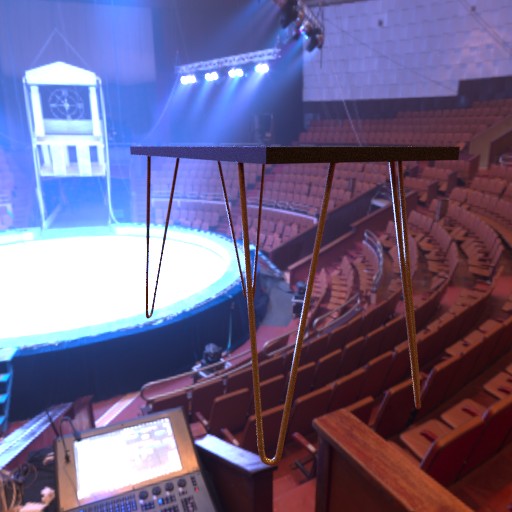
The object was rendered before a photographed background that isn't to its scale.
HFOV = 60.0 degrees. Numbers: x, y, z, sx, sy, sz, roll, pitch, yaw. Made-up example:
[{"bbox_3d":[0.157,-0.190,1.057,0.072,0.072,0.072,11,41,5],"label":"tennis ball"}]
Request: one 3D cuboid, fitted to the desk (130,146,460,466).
[{"bbox_3d":[0.000,0.000,1.376,0.499,0.660,0.991,-7,16,-28],"label":"desk"}]
